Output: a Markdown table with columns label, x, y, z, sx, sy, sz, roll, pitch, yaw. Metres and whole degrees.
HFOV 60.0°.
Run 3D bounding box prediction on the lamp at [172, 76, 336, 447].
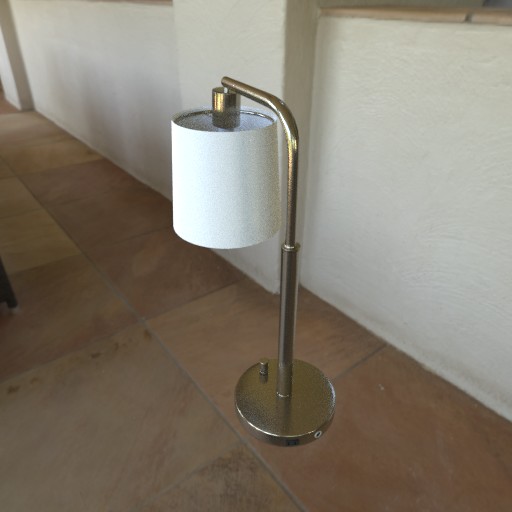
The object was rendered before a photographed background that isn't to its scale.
| label | x | y | z | sx | sy | sz | roll | pitch | yaw |
| --- | --- | --- | --- | --- | --- | --- | --- | --- | --- |
| lamp | 0.000 | 0.000 | 0.667 | 0.171 | 0.489 | 0.333 | -19 | 36 | -29 |
